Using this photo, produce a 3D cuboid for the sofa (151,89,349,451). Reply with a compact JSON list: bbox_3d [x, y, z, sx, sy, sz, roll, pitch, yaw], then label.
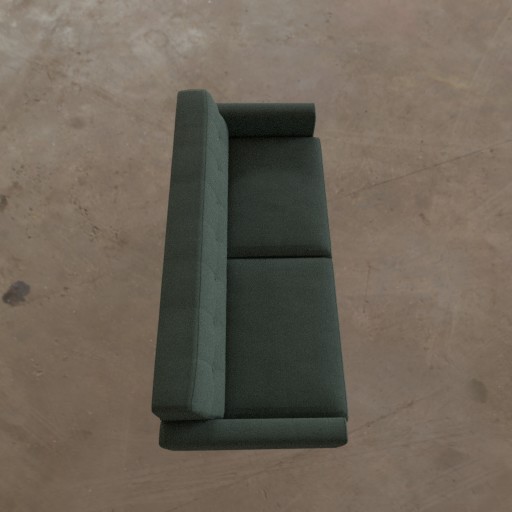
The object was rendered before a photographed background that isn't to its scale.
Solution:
[{"bbox_3d":[0.000,0.000,2.548,0.909,0.841,2.029,-1,64,0],"label":"sofa"}]
